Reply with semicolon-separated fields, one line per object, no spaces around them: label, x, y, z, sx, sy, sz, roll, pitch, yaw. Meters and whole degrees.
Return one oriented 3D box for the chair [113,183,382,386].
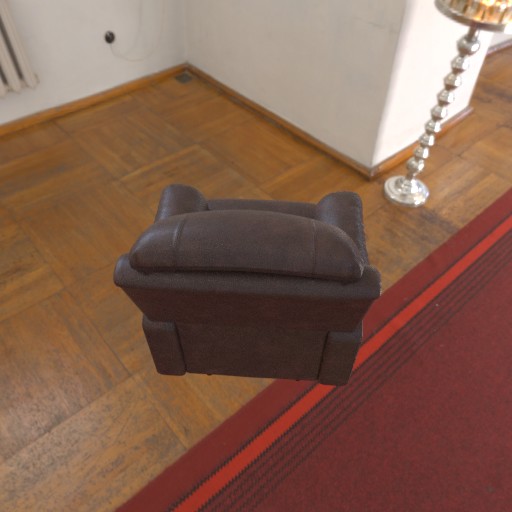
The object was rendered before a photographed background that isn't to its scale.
chair;0.000;0.000;1.698;0.855;0.992;0.919;3;47;3
